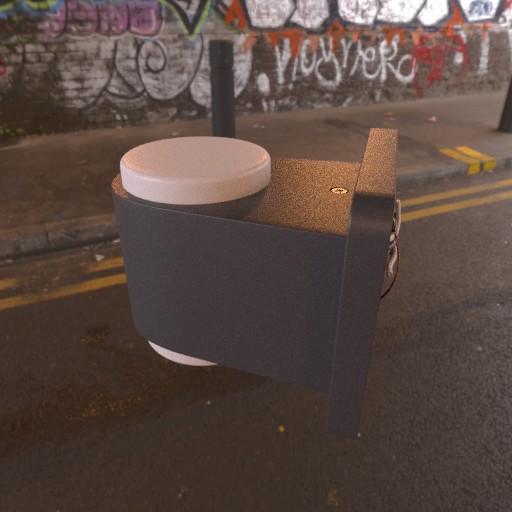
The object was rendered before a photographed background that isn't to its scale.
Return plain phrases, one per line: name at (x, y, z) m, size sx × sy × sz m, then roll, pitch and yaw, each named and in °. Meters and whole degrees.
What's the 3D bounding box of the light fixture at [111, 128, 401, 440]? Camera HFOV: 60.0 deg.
light fixture at (0.000, 0.000, 0.215) m, size 0.132 × 0.109 × 0.109 m, roll 8°, pitch 30°, yaw 14°
